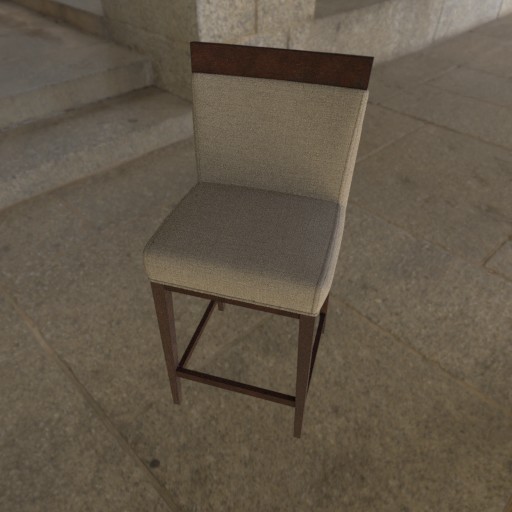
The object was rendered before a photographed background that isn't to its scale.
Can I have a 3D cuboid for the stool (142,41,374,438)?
[{"bbox_3d":[0.000,0.000,1.400,0.511,1.117,0.531,11,42,12],"label":"stool"}]
